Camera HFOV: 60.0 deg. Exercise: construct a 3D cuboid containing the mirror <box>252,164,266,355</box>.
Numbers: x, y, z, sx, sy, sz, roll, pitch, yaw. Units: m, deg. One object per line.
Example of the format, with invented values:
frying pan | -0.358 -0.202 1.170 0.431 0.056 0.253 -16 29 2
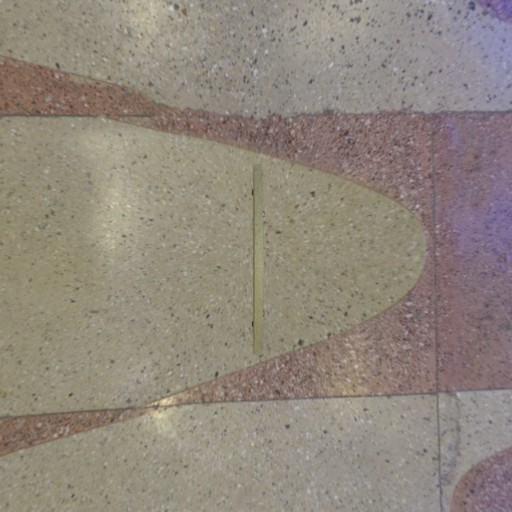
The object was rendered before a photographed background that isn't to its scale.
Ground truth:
mirror | 0.000 0.000 1.327 0.025 1.175 0.464 0 92 0
